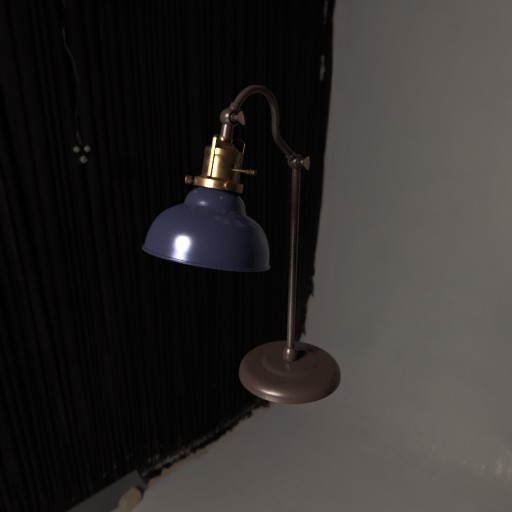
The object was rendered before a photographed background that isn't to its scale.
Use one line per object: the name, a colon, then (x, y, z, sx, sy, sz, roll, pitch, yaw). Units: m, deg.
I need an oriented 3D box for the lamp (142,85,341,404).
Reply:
lamp: (0.000, 0.000, 0.705, 0.192, 0.508, 0.374, 17, 24, 42)
